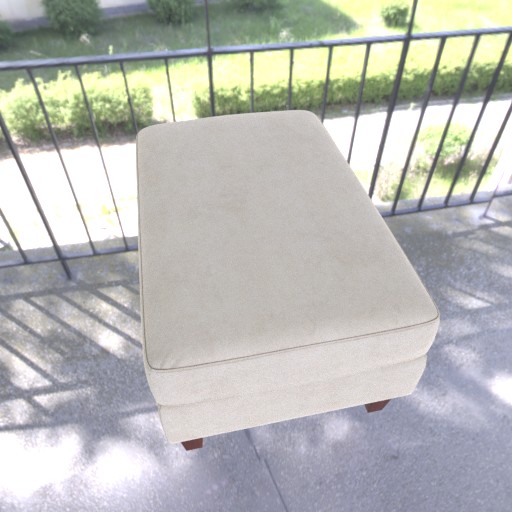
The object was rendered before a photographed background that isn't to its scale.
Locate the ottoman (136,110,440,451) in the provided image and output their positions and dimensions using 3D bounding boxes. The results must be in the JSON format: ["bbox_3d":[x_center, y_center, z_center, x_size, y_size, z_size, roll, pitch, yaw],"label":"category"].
[{"bbox_3d":[0.000,0.000,1.209,0.584,0.483,0.864,-8,46,-8],"label":"ottoman"}]
